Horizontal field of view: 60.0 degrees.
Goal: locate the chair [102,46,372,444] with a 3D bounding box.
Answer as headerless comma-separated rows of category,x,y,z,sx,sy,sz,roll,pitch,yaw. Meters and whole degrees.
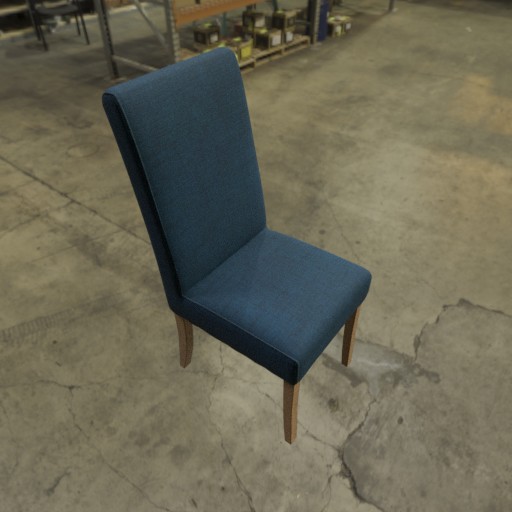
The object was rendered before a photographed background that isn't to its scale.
chair,0.000,0.000,1.366,0.610,1.029,0.450,27,48,27
